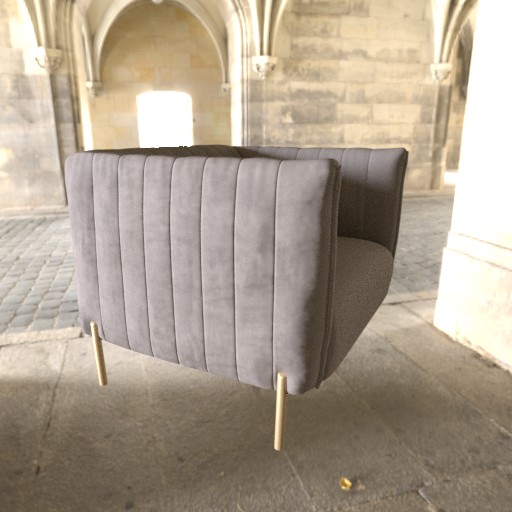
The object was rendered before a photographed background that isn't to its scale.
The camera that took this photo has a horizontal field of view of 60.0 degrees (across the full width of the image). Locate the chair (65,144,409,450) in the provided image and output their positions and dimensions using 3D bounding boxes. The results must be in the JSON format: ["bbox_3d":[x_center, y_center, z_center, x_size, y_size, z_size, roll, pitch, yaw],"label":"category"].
[{"bbox_3d":[0.000,0.000,1.627,0.873,0.779,0.981,8,17,27],"label":"chair"}]
